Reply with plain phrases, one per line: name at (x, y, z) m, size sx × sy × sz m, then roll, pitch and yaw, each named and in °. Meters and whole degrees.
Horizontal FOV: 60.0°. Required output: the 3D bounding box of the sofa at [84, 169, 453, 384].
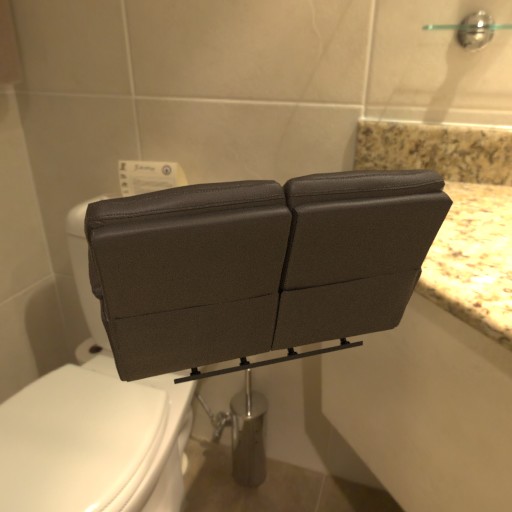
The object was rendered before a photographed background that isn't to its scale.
sofa at (0.000, 0.000, 2.493) m, size 1.765 × 1.111 × 1.104 m, roll -8°, pitch 26°, yaw -16°
